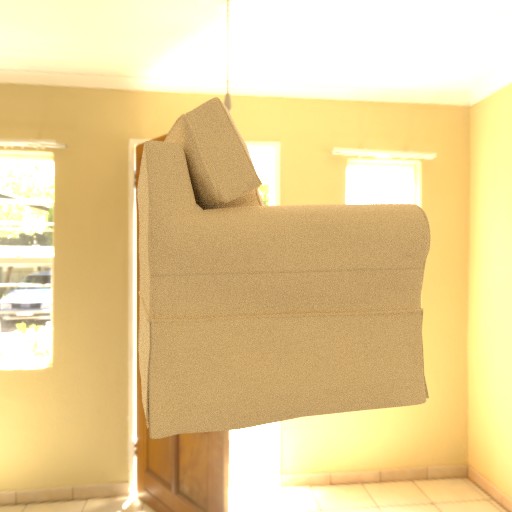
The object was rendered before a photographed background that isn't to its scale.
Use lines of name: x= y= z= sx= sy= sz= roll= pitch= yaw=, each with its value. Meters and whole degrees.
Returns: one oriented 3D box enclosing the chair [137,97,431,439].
chair: x=0.000 y=0.000 z=1.779 sx=0.904 sy=0.958 sz=1.099 roll=0 pitch=0 yaw=-16
